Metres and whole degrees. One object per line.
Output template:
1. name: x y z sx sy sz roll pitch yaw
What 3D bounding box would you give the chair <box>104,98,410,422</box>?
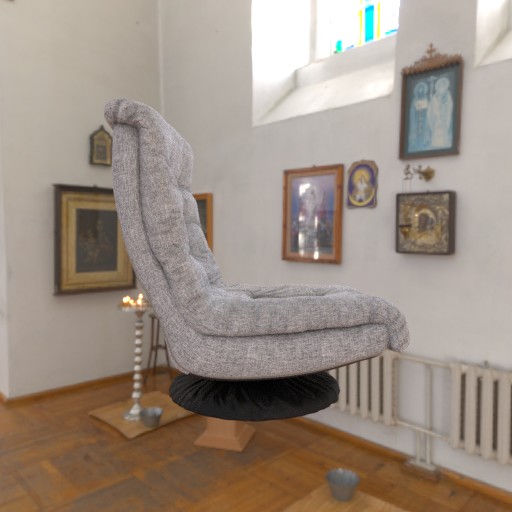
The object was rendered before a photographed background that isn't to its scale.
1. chair: 0.000 0.000 0.975 0.583 0.600 0.400 0 1 0
